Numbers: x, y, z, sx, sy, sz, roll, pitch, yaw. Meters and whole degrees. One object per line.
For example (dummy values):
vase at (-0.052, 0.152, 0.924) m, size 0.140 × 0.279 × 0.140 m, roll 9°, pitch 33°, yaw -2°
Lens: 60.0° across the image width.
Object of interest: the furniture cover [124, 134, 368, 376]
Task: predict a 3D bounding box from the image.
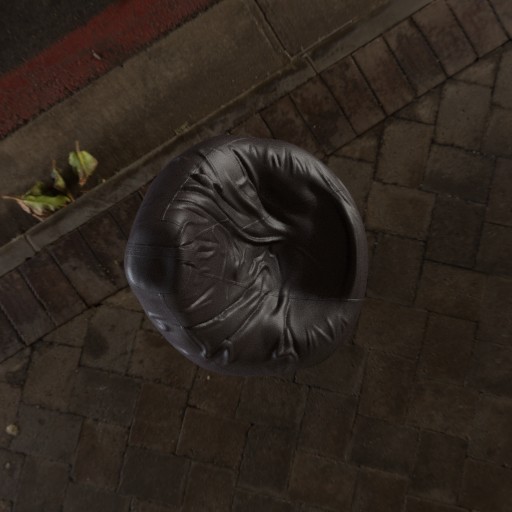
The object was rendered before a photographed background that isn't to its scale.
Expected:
furniture cover at (0.000, 0.000, 1.887) m, size 1.070 × 0.990 × 1.070 m, roll 0°, pitch 91°, yaw 0°
